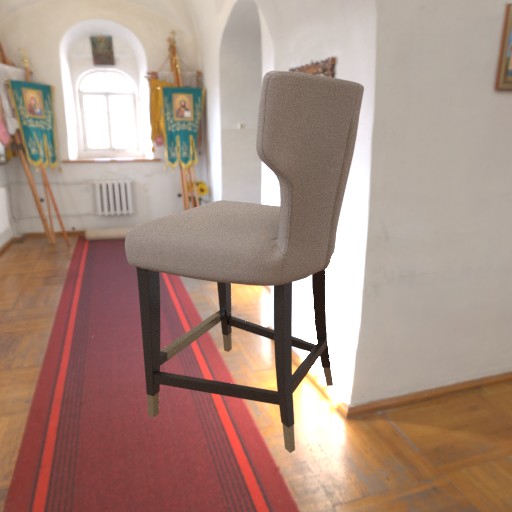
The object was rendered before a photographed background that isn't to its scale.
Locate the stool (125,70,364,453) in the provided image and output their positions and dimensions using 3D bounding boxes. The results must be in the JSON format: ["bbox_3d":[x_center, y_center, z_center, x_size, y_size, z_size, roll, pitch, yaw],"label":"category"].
[{"bbox_3d":[0.000,0.000,1.336,0.563,0.982,0.527,8,19,26],"label":"stool"}]
